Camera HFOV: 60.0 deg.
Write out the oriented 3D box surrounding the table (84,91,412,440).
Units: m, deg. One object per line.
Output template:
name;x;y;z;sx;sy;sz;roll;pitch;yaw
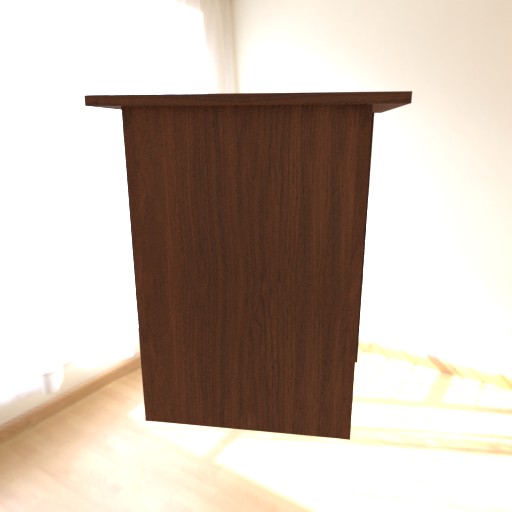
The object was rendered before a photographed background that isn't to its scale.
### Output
table;0.000;0.000;1.075;0.589;0.711;0.406;2;16;8
